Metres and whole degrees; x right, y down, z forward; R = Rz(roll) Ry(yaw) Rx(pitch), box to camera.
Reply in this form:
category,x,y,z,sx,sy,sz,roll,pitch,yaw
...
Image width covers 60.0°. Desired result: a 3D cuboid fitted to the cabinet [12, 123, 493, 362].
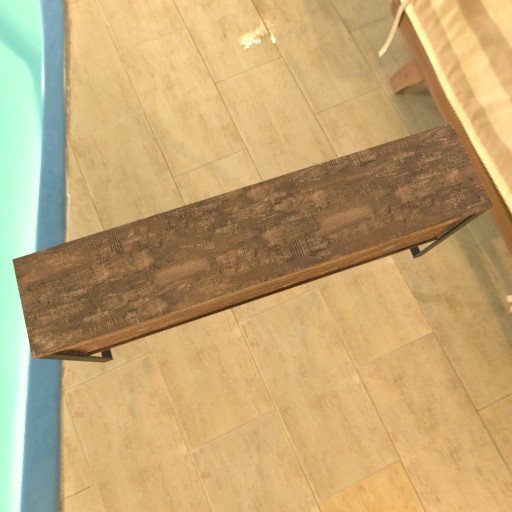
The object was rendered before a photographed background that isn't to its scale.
category,x,y,z,sx,sy,sz,roll,pitch,yaw
cabinet,0.000,0.000,2.053,1.800,0.762,0.395,-18,76,-5
